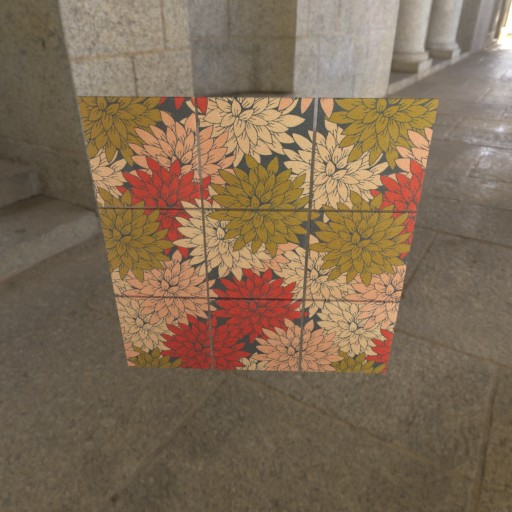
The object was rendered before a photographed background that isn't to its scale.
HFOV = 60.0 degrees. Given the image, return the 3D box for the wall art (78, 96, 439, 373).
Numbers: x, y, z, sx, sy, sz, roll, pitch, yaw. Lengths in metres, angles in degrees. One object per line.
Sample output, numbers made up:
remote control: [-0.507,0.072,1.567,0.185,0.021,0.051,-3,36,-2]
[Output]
wall art: [0.000,0.000,1.338,0.904,0.913,0.013,1,29,2]
